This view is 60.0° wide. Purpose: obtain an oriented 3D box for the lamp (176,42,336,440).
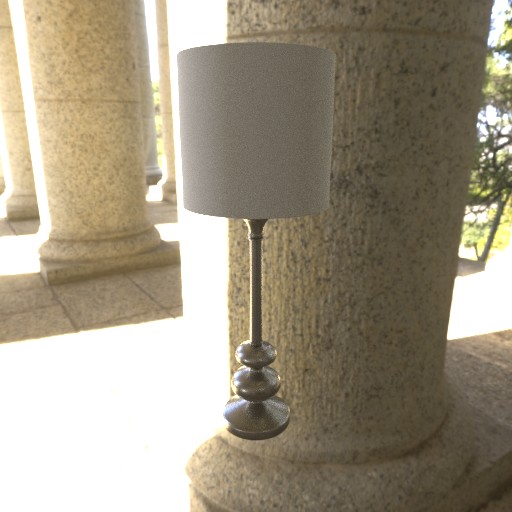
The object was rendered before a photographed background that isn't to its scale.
[{"bbox_3d":[0.000,0.000,0.804,0.254,0.690,0.254,8,18,26],"label":"lamp"}]
